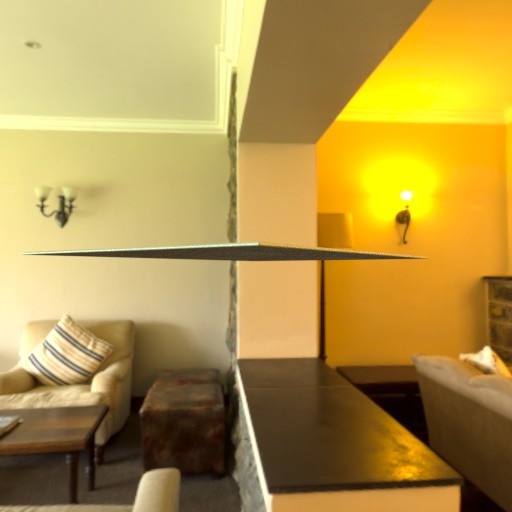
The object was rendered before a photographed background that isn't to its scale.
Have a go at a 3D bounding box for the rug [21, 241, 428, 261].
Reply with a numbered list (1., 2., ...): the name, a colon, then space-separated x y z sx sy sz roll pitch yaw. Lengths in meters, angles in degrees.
1. rug: 0.000 0.000 2.861 1.589 0.014 2.205 -1 -2 35
